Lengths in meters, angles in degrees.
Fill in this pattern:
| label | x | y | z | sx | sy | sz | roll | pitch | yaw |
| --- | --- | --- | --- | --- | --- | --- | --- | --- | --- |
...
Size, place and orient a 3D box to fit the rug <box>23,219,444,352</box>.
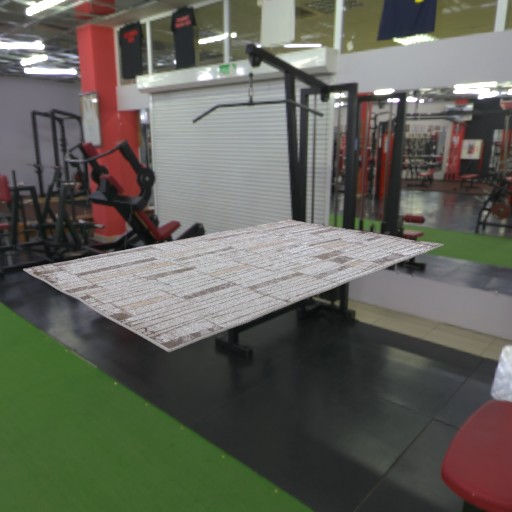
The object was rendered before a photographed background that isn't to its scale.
| label | x | y | z | sx | sy | sz | roll | pitch | yaw |
| --- | --- | --- | --- | --- | --- | --- | --- | --- | --- |
| rug | 0.000 | 0.000 | 2.979 | 1.531 | 0.023 | 2.444 | 14 | 20 | 43 |
